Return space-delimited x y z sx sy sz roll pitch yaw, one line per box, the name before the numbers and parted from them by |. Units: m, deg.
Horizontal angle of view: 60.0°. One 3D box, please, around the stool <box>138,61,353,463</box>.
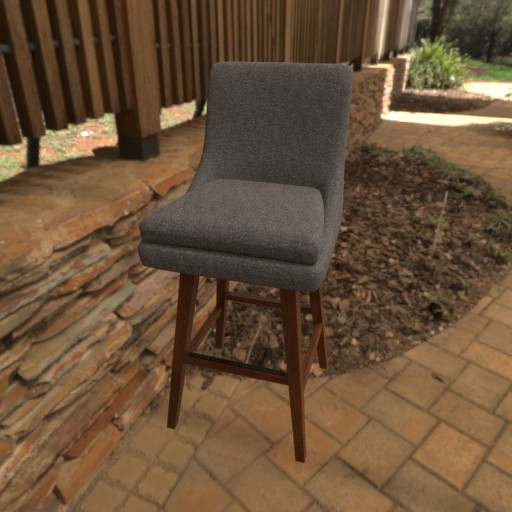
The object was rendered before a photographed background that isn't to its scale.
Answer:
stool | 0.000 0.000 1.369 0.489 1.068 0.572 8 28 15
